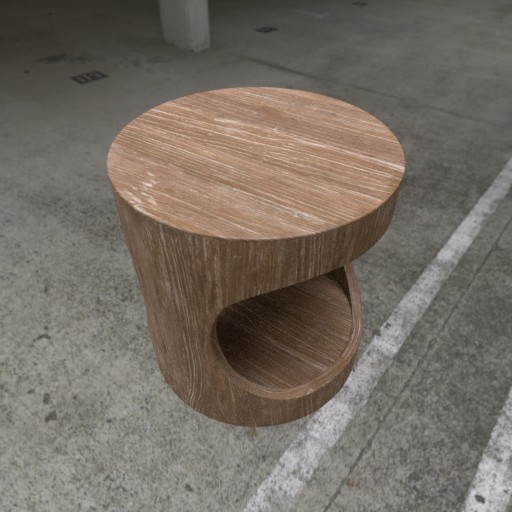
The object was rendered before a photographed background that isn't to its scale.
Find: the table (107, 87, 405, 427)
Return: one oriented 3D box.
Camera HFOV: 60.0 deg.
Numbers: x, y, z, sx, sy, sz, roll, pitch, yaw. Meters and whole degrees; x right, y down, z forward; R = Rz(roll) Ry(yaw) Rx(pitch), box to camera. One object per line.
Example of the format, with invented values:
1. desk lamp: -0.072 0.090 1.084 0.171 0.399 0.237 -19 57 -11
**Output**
1. table: 0.000 0.000 0.992 0.527 0.551 0.527 0 43 0
